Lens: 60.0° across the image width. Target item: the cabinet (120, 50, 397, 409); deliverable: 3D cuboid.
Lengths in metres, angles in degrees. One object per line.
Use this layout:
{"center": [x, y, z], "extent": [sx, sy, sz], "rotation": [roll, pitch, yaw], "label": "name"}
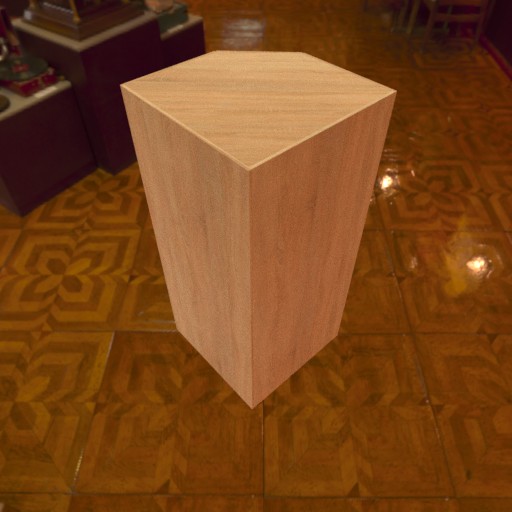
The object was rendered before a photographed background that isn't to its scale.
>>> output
{"center": [0.000, 0.000, 2.821], "extent": [1.327, 2.120, 1.094], "rotation": [2, 47, 2], "label": "cabinet"}
